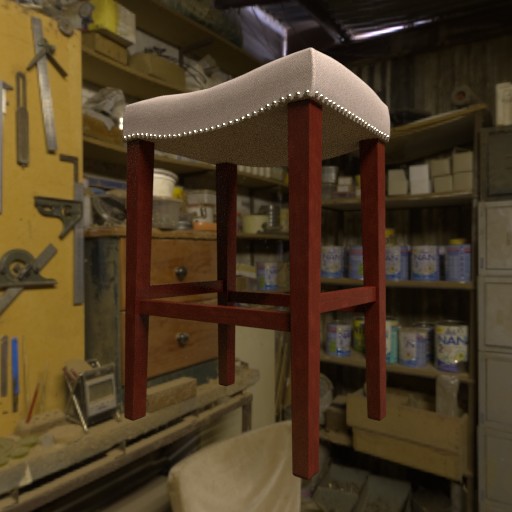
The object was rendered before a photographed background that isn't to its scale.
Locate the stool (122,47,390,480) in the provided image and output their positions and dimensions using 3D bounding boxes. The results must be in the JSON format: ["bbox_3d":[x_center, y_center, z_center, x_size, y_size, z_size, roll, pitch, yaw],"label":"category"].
[{"bbox_3d":[0.000,0.000,1.016,0.504,0.742,0.372,0,0,36],"label":"stool"}]
